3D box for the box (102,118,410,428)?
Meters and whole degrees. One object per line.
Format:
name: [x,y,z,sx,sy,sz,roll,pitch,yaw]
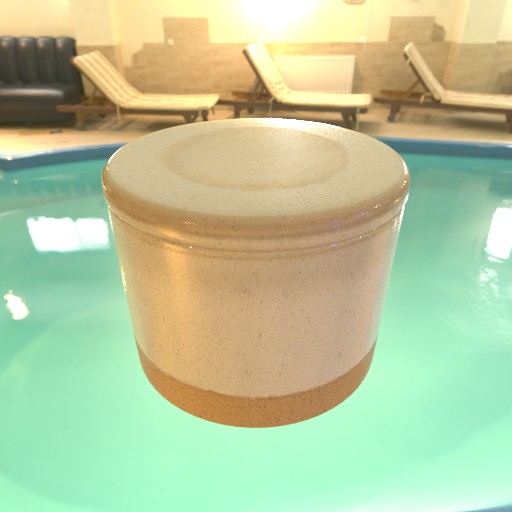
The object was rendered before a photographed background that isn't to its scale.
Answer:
box: [0.000,0.000,0.259,0.154,0.123,0.154,0,31,0]
